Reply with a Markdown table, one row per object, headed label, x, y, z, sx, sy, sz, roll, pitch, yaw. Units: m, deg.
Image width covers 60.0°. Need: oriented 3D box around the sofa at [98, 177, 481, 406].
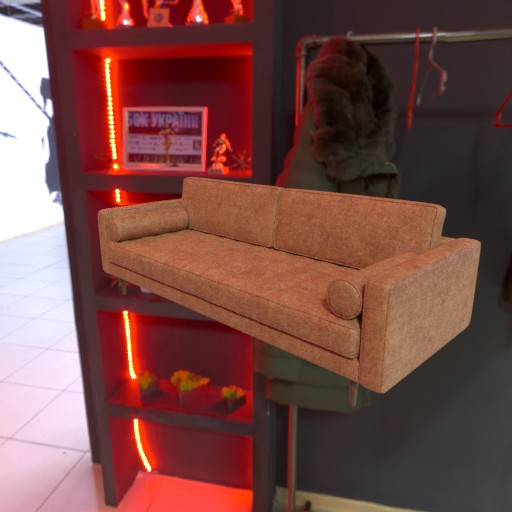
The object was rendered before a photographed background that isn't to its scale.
| label | x | y | z | sx | sy | sz | roll | pitch | yaw |
| --- | --- | --- | --- | --- | --- | --- | --- | --- | --- |
| sofa | 0.000 | 0.000 | 2.615 | 2.200 | 0.770 | 0.919 | 15 | 21 | 43 |
